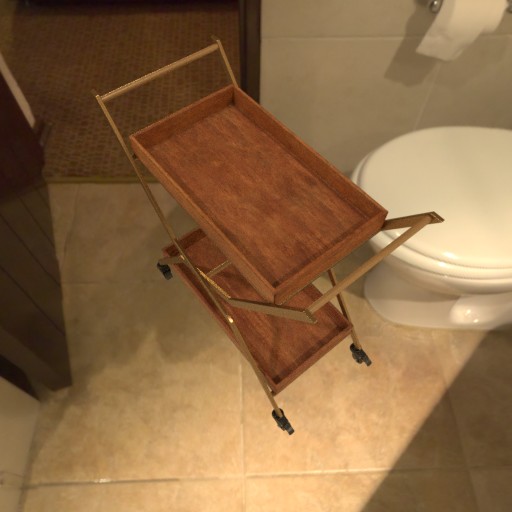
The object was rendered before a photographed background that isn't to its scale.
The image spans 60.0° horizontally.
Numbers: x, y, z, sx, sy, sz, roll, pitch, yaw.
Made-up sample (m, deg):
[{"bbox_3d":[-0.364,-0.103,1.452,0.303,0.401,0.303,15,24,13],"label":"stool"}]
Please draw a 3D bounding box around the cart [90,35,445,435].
[{"bbox_3d":[0.000,0.000,1.348,0.405,0.869,0.836,-34,64,-19],"label":"cart"}]
